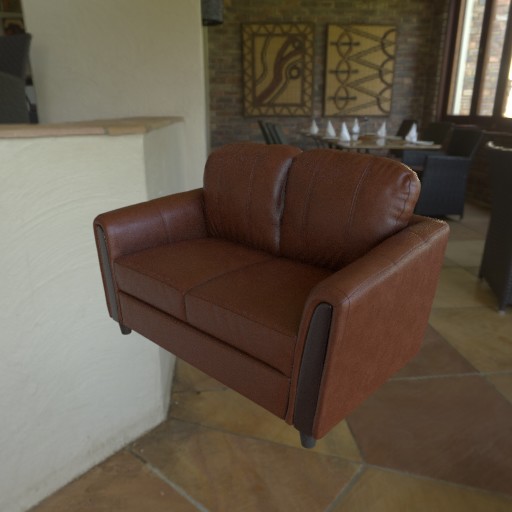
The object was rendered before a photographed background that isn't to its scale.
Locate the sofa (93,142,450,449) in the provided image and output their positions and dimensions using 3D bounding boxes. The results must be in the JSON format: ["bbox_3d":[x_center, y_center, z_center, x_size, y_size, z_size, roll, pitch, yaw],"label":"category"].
[{"bbox_3d":[0.000,0.000,1.942,1.406,0.906,0.805,16,24,41],"label":"sofa"}]
